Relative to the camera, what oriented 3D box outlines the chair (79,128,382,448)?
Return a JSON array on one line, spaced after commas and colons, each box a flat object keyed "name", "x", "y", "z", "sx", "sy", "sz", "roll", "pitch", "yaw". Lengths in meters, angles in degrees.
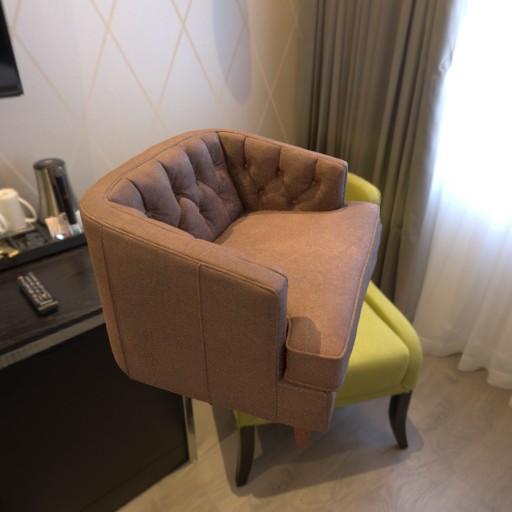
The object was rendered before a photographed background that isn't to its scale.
[{"name": "chair", "x": 0.000, "y": 0.000, "z": 1.761, "sx": 0.914, "sy": 0.787, "sz": 1.118, "roll": 10, "pitch": 32, "yaw": 16}]
